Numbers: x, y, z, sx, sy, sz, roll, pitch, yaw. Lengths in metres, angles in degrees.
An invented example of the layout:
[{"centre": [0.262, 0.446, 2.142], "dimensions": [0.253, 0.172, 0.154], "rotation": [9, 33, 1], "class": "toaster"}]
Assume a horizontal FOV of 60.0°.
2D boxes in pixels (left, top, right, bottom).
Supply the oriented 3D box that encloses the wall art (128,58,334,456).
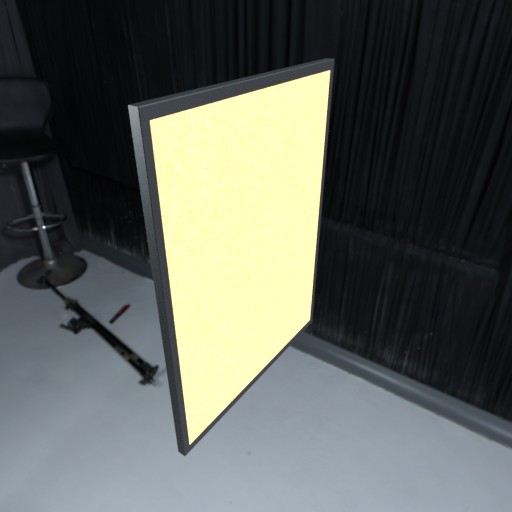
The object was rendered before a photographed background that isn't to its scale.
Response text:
[{"centre": [0.000, 0.000, 1.350], "dimensions": [0.030, 1.027, 0.774], "rotation": [21, 37, 30], "class": "wall art"}]
